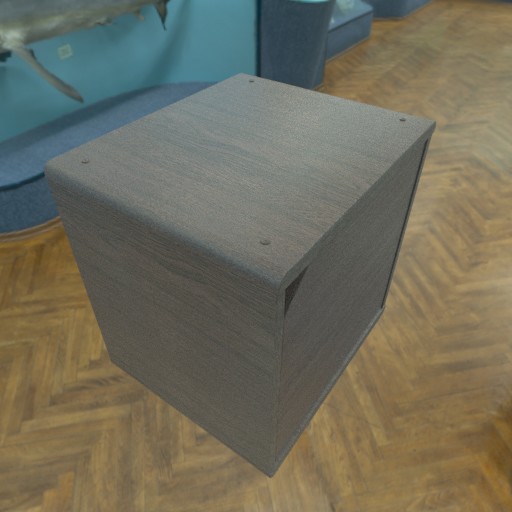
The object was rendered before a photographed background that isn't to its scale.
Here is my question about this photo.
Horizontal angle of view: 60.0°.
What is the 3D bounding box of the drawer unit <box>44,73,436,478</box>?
[{"bbox_3d":[0.000,0.000,0.601,0.290,0.344,0.344,25,47,26],"label":"drawer unit"}]
